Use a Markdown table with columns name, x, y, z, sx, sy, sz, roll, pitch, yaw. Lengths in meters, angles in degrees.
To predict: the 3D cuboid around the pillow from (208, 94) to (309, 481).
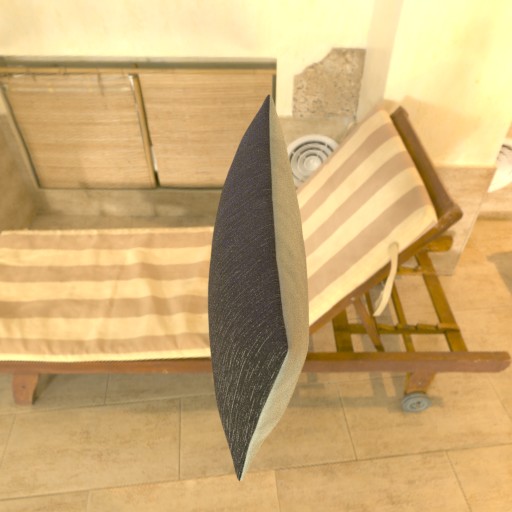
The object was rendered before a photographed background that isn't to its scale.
| name | x | y | z | sx | sy | sz | roll | pitch | yaw |
| --- | --- | --- | --- | --- | --- | --- | --- | --- | --- |
| pillow | 0.000 | 0.000 | 0.745 | 0.156 | 0.305 | 0.608 | 0 | 42 | 0 |
